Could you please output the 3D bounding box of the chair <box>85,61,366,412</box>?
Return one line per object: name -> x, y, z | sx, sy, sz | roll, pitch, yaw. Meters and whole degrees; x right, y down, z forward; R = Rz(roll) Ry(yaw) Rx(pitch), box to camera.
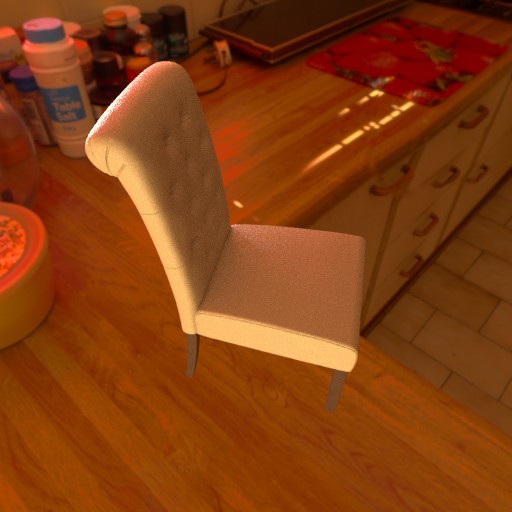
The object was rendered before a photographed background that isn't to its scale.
chair -> 0.000, 0.000, 1.349 | 0.671, 1.006, 0.456 | 9, 47, 9
